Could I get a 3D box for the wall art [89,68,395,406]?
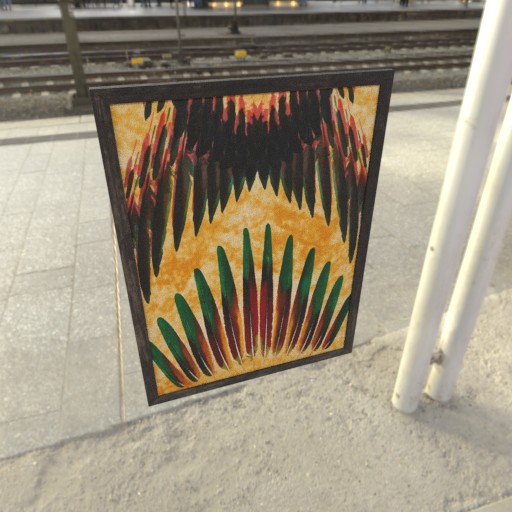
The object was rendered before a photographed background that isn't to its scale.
[{"bbox_3d":[0.000,0.000,1.410,0.812,1.066,0.029,-10,33,-16],"label":"wall art"}]
